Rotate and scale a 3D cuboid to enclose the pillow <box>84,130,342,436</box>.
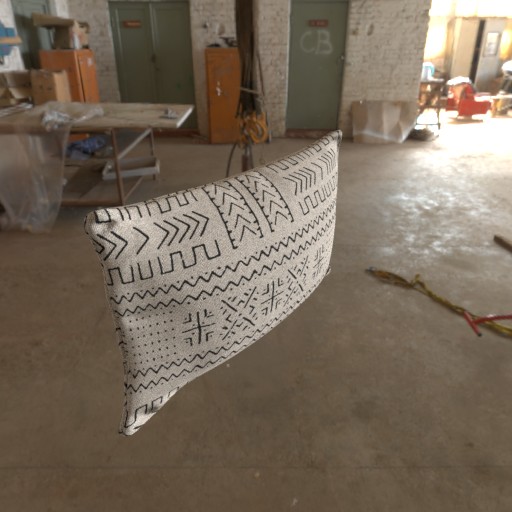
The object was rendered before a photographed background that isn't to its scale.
[{"bbox_3d":[0.000,0.000,0.795,0.188,0.352,0.637,18,31,32],"label":"pillow"}]
